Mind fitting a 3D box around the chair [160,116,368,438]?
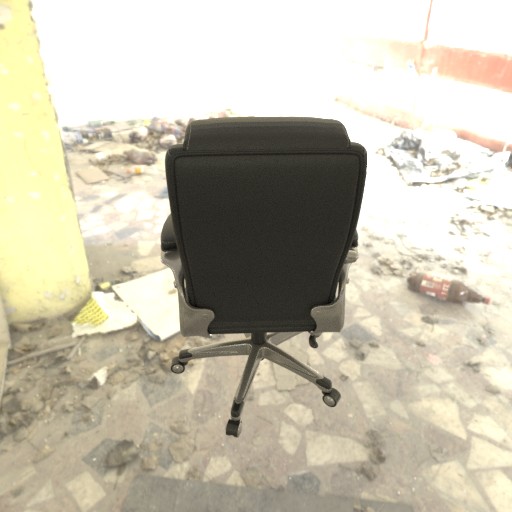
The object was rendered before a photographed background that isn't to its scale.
[{"bbox_3d":[0.000,0.000,1.663,0.741,1.167,0.784,-1,31,-2],"label":"chair"}]
